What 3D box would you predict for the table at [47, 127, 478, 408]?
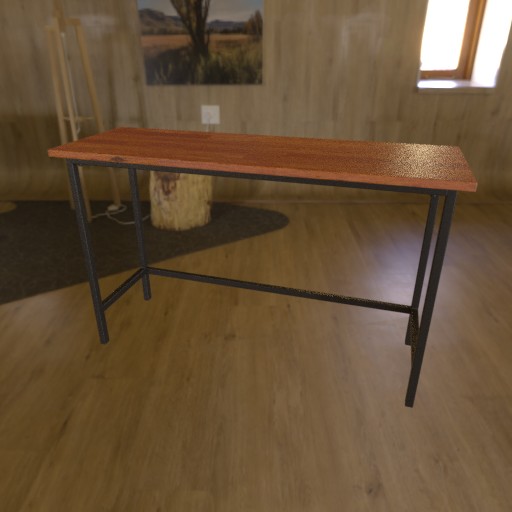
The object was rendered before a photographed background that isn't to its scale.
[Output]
[{"bbox_3d":[0.000,0.000,1.527,1.204,0.740,0.408,8,27,15],"label":"table"}]
